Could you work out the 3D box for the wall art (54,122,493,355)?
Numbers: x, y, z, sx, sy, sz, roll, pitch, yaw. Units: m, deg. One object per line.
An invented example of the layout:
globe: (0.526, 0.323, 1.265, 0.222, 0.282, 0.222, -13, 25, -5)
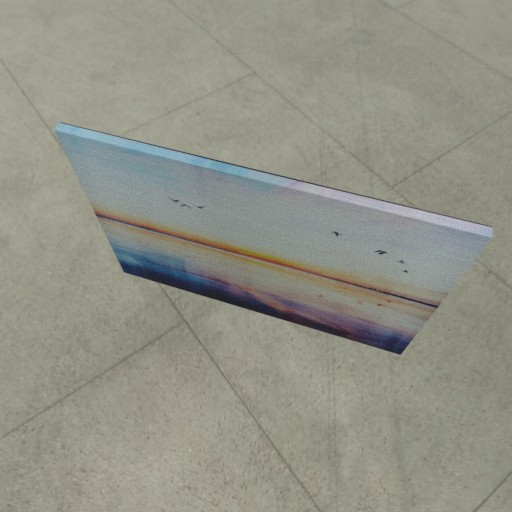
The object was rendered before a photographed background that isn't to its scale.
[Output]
wall art: (0.000, 0.000, 0.757, 0.604, 0.402, 0.018, 15, 59, 10)
